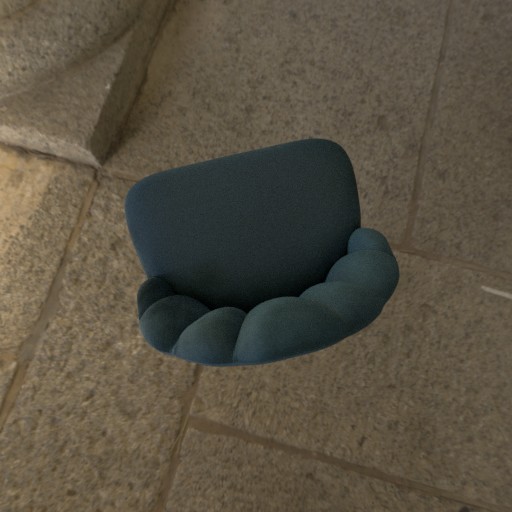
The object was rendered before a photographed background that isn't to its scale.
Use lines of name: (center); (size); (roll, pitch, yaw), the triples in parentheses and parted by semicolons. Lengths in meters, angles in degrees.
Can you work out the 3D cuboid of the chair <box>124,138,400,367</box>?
chair: (0.000, 0.000, 1.249); (0.657, 0.819, 0.599); (-13, 76, -4)
